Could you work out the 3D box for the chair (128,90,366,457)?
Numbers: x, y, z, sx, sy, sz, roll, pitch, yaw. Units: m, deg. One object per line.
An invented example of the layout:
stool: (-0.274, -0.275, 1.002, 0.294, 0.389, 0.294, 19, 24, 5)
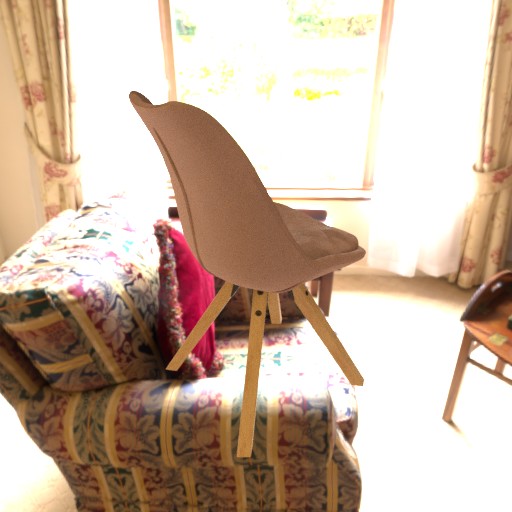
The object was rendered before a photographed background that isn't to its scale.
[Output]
chair: (0.000, 0.000, 1.186, 0.550, 0.850, 0.485, -18, 32, -32)
